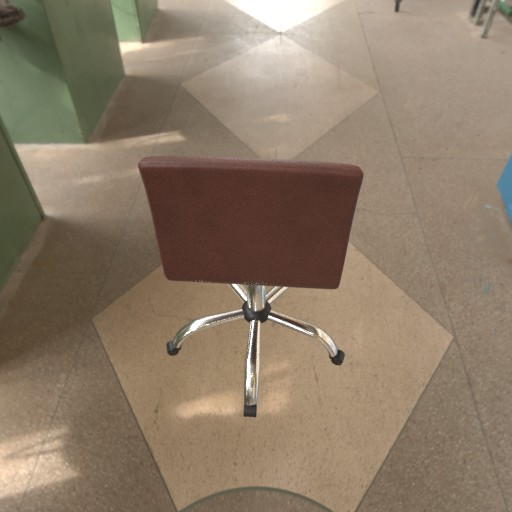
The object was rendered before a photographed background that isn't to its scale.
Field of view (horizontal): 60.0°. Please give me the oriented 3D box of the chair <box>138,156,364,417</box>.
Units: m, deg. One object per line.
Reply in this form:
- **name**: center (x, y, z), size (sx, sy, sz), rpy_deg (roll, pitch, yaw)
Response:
- **chair**: center (0.000, 0.000, 1.142), size (0.556, 0.780, 0.530), rpy_deg (3, 47, 3)
